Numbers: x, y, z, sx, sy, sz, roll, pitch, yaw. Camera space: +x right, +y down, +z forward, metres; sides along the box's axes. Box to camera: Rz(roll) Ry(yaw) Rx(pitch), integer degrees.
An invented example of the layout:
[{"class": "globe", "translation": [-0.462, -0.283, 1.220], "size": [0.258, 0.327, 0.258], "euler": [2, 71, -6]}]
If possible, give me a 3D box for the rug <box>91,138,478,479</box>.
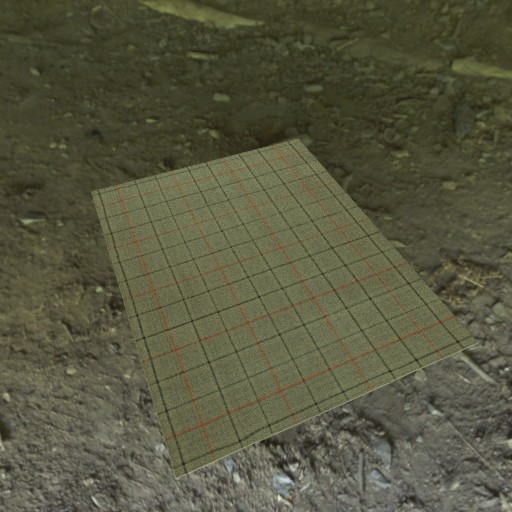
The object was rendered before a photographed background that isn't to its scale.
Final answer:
[{"class": "rug", "translation": [0.000, 0.000, 4.049], "size": [2.444, 0.012, 3.048], "euler": [-18, 51, -16]}]
